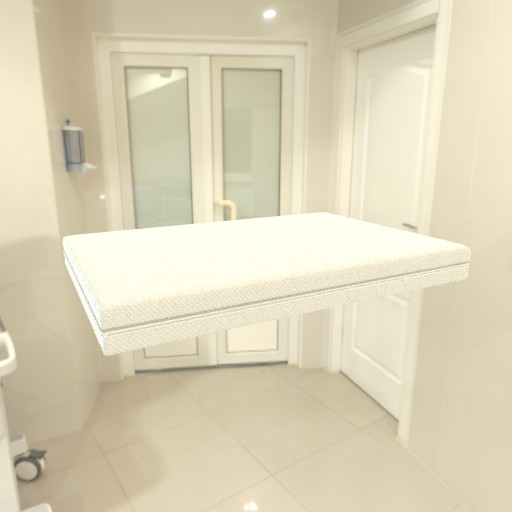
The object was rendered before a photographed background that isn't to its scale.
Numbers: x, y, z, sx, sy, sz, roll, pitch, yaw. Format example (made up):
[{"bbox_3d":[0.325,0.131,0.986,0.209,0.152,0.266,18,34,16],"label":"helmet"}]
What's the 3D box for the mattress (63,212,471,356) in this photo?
[{"bbox_3d":[0.000,0.000,2.637,2.000,0.200,1.400,-8,17,-27],"label":"mattress"}]
